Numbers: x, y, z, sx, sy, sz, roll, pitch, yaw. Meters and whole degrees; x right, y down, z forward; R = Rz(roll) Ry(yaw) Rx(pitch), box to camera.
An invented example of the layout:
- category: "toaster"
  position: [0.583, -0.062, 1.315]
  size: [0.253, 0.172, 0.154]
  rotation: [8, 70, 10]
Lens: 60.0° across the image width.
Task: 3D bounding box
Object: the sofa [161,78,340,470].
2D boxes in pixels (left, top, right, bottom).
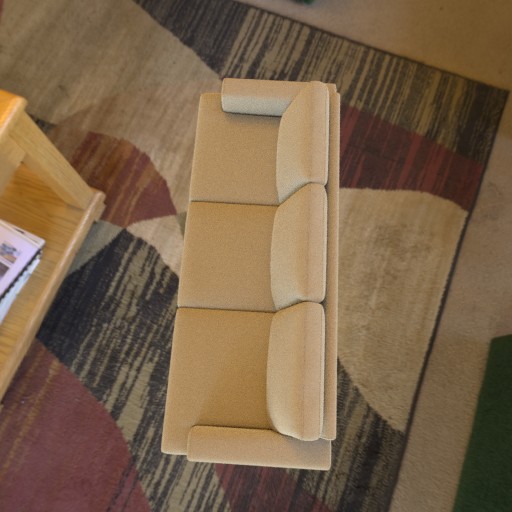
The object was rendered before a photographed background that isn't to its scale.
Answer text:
- category: "sofa"
  position: [0.000, 0.000, 2.720]
  size: [0.920, 0.810, 2.310]
  rotation: [3, 74, 1]
